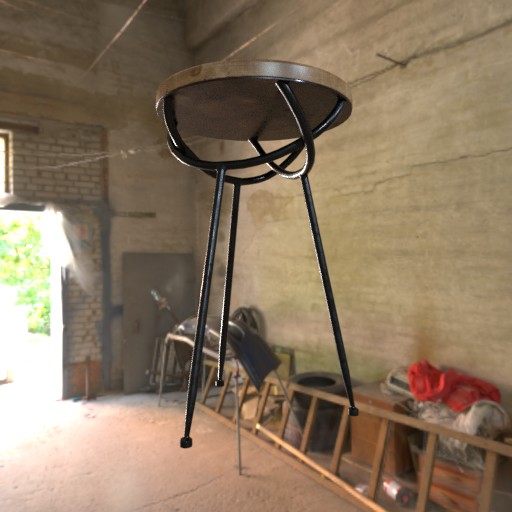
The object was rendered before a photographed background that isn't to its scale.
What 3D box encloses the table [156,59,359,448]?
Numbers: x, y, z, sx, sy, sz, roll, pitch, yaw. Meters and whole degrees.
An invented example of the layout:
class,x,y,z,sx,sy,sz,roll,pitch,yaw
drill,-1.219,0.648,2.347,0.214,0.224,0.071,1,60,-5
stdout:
class,x,y,z,sx,sy,sz,roll,pitch,yaw
table,0.000,0.000,0.943,0.418,0.664,0.414,0,0,18
